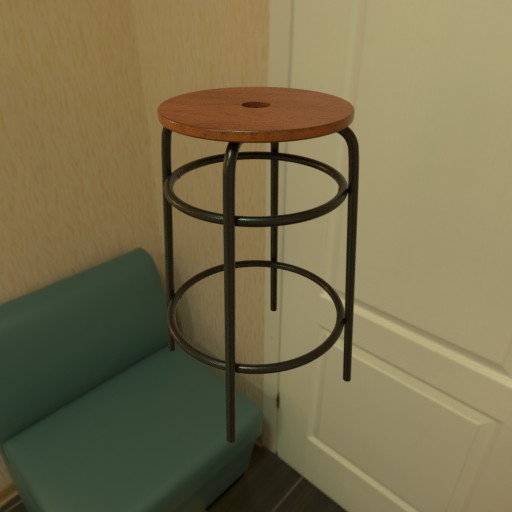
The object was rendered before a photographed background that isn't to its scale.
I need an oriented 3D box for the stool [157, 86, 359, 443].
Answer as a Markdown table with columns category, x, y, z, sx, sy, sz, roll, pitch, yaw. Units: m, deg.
| category | x | y | z | sx | sy | sz | roll | pitch | yaw |
| --- | --- | --- | --- | --- | --- | --- | --- | --- | --- |
| stool | 0.000 | 0.000 | 0.922 | 0.455 | 0.610 | 0.455 | 7 | 32 | 11 |
